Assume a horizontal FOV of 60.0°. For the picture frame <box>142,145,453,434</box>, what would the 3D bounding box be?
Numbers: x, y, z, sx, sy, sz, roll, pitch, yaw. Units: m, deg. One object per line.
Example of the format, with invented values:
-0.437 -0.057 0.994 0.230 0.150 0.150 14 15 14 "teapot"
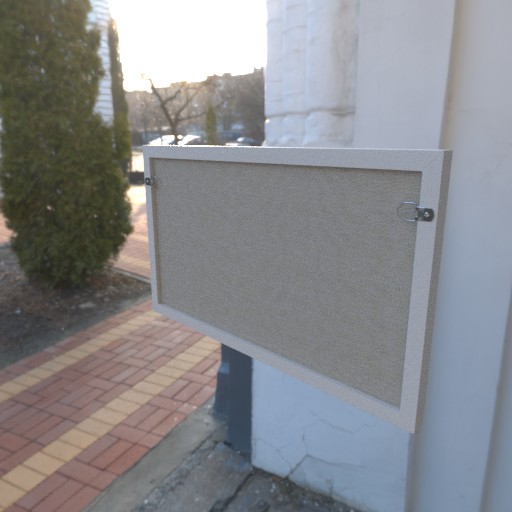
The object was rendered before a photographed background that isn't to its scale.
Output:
0.000 0.000 0.791 0.647 0.379 0.044 14 20 43 "picture frame"
